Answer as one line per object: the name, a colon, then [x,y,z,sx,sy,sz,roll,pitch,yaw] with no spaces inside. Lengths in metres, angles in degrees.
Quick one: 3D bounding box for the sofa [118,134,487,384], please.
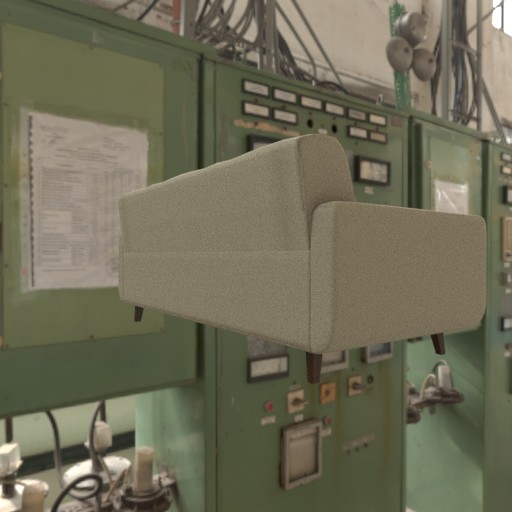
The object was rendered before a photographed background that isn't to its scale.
sofa: [0.000,0.000,2.516,0.980,0.892,2.137,0,0,-35]
